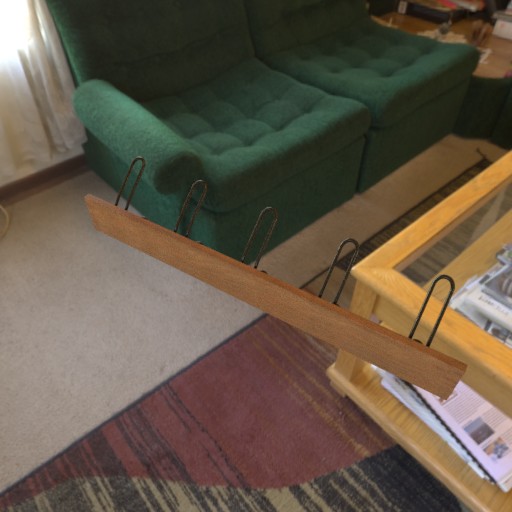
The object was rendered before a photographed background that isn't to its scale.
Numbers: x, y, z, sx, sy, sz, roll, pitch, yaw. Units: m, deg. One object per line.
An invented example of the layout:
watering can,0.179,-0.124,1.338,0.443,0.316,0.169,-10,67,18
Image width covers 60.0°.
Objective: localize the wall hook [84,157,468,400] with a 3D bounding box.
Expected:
wall hook,0.000,0.000,0.589,0.554,0.116,0.076,24,50,21
